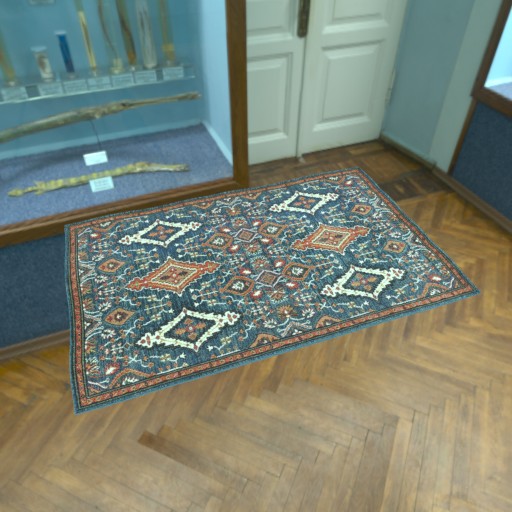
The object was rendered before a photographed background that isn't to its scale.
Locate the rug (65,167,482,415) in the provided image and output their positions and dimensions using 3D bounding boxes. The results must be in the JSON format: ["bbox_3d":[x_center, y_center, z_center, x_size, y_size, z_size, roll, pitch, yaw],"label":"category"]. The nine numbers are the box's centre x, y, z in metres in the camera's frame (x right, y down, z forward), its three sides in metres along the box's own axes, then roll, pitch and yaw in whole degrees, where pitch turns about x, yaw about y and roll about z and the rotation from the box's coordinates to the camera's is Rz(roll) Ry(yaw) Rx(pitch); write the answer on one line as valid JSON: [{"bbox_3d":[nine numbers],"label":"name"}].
[{"bbox_3d":[0.000,0.000,2.264,1.847,0.014,1.195,-13,44,-14],"label":"rug"}]
